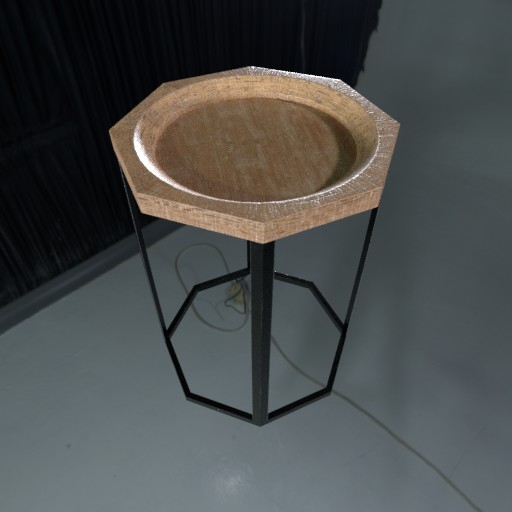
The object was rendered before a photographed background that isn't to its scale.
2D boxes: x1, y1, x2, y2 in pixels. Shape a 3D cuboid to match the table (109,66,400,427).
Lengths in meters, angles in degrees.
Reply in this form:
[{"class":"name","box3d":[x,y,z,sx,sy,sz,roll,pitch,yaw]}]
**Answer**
[{"class":"table","box3d":[0.000,0.000,0.861,0.437,0.553,0.437,33,54,28]}]
